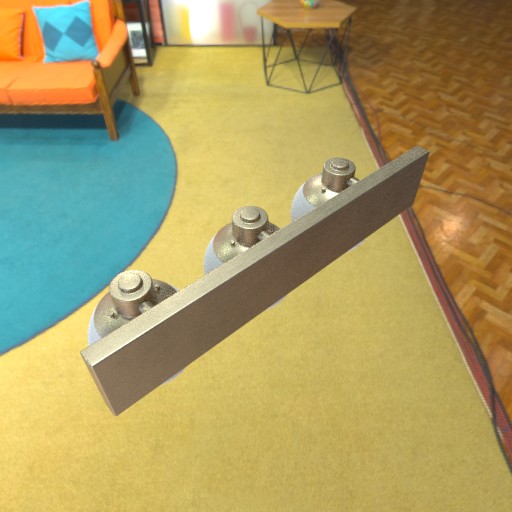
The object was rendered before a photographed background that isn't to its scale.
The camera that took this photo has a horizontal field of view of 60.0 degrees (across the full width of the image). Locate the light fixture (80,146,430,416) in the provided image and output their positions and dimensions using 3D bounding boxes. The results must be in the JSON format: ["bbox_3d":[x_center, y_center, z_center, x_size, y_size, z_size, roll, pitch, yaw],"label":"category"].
[{"bbox_3d":[0.000,0.000,0.848,0.721,0.263,0.218,-32,53,-28],"label":"light fixture"}]
